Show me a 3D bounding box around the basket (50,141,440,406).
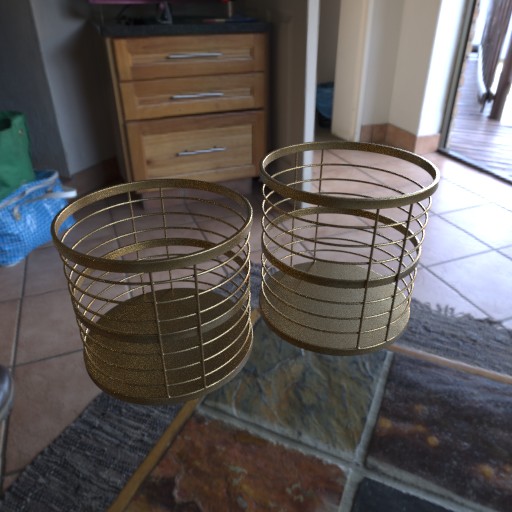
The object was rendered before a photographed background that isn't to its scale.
[{"bbox_3d":[0.000,0.000,0.929,0.746,0.351,0.356,-10,32,-17],"label":"basket"}]
